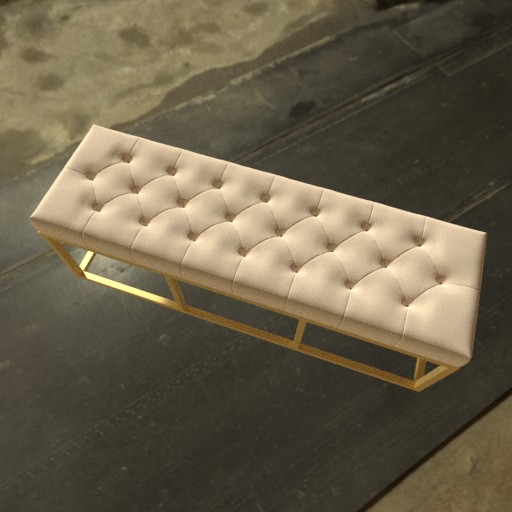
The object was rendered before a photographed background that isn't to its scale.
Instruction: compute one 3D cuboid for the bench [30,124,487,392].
[{"bbox_3d":[0.000,0.000,1.674,1.473,0.484,0.457,17,64,9],"label":"bench"}]
